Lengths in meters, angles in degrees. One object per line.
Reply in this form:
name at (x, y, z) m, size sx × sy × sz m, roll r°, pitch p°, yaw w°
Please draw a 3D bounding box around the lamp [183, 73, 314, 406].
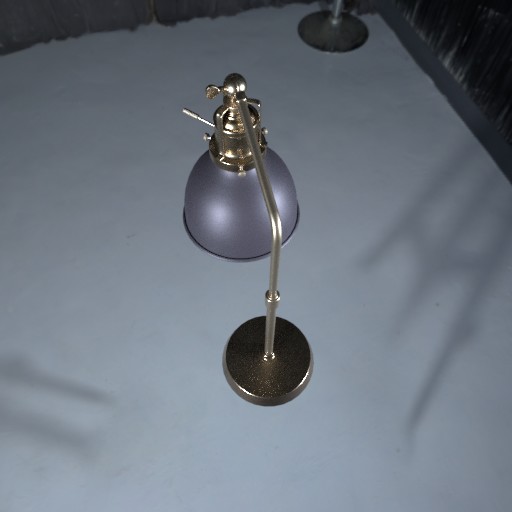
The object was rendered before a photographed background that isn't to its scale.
lamp at (0.000, 0.000, 0.582) m, size 0.160 × 0.456 × 0.291 m, roll -15°, pitch 60°, yaw -9°
